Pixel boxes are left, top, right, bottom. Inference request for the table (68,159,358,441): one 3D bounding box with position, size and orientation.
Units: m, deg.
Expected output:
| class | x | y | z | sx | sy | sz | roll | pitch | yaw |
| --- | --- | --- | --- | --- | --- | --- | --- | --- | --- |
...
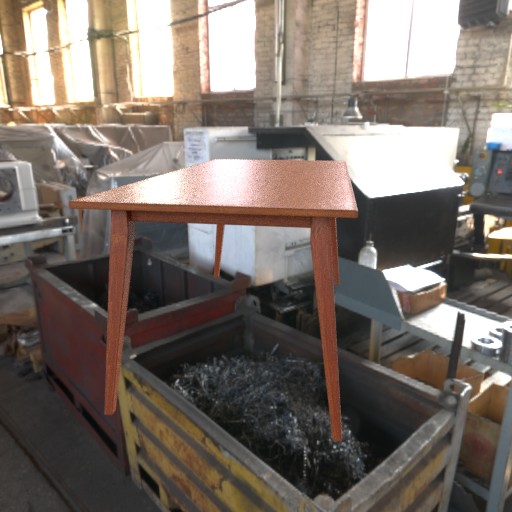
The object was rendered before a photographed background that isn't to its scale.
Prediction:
| class | x | y | z | sx | sy | sz | roll | pitch | yaw |
| --- | --- | --- | --- | --- | --- | --- | --- | --- | --- |
| table | 0.000 | 0.000 | 2.064 | 0.811 | 0.755 | 1.609 | 3 | 17 | 9 |
